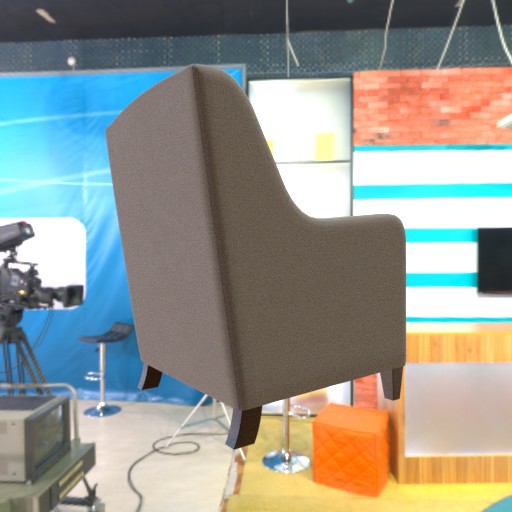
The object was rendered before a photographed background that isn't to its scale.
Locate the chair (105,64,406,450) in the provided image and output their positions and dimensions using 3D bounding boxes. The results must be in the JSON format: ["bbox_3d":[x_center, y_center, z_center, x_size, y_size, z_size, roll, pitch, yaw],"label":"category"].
[{"bbox_3d":[0.000,0.000,1.623,0.896,1.017,0.715,0,0,-36],"label":"chair"}]
